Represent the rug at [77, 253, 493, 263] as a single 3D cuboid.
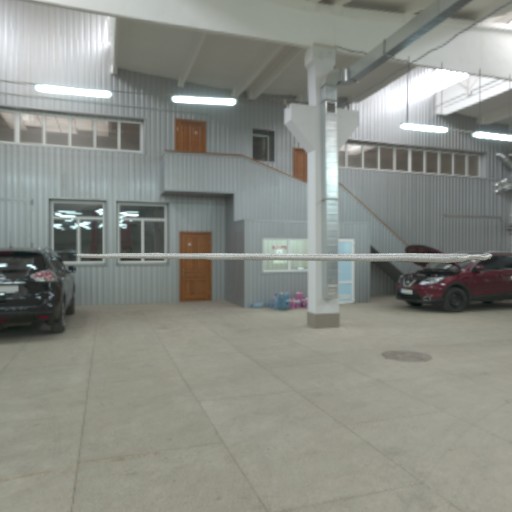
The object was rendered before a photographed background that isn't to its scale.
[{"bbox_3d":[0.000,0.000,2.620,2.381,0.035,0.832,0,1,36],"label":"rug"}]
